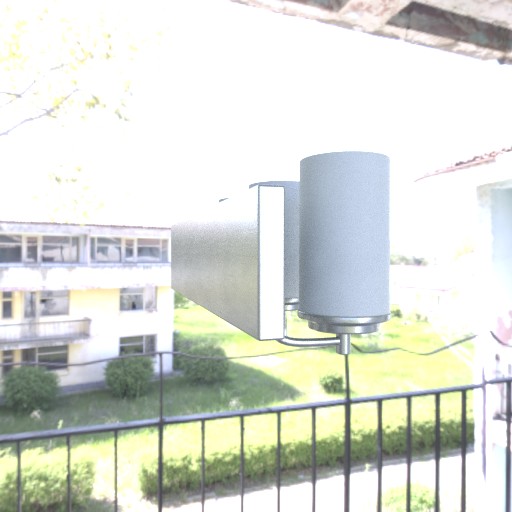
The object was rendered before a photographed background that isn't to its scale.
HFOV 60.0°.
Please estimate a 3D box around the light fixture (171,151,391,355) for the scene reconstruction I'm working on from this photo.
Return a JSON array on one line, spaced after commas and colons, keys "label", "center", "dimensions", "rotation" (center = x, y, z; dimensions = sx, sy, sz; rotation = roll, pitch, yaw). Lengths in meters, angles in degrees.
[{"label": "light fixture", "center": [0.000, 0.000, 0.532], "dimensions": [0.145, 0.172, 0.451], "rotation": [0, 1, -18]}]
